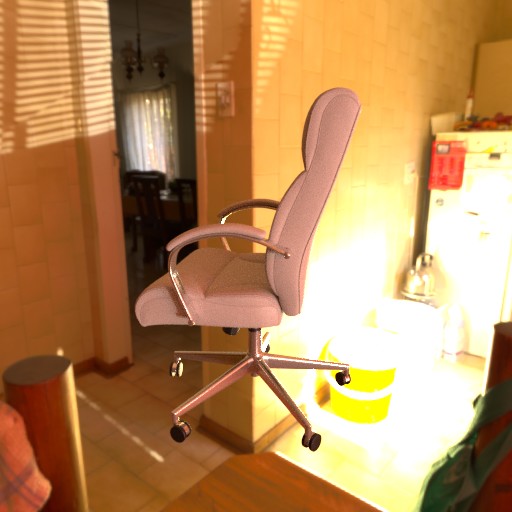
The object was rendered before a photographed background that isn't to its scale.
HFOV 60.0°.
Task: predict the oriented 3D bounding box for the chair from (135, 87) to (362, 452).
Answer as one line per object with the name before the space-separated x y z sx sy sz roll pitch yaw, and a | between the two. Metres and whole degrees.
chair | 0.000 0.000 1.620 0.745 1.099 0.727 2 14 9
